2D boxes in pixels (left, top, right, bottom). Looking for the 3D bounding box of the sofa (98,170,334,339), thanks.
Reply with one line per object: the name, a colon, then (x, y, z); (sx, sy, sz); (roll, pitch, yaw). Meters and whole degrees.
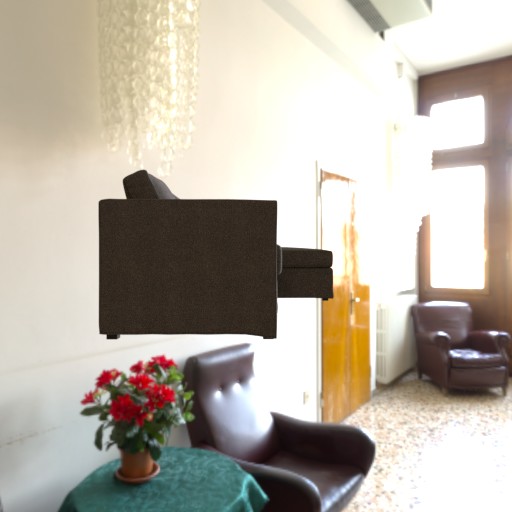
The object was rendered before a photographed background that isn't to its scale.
sofa: (0.000, 0.000, 3.861); (1.650, 0.922, 3.205); (0, 0, 0)
